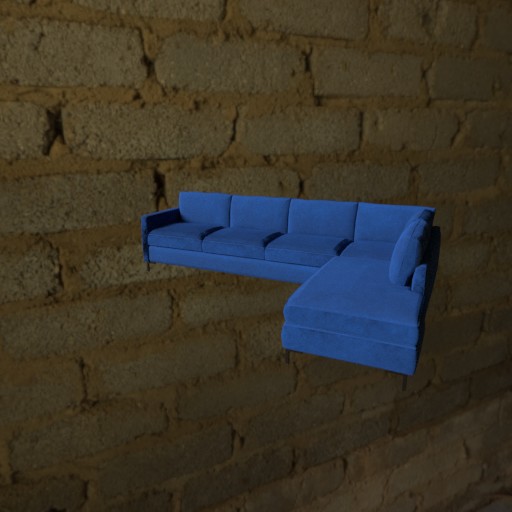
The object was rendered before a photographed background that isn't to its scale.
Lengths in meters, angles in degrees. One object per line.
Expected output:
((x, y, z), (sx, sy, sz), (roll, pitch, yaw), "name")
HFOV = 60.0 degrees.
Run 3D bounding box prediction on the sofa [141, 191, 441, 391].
((0.000, 0.000, 3.301), (2.486, 0.687, 1.707), (7, 17, 24), "sofa")
